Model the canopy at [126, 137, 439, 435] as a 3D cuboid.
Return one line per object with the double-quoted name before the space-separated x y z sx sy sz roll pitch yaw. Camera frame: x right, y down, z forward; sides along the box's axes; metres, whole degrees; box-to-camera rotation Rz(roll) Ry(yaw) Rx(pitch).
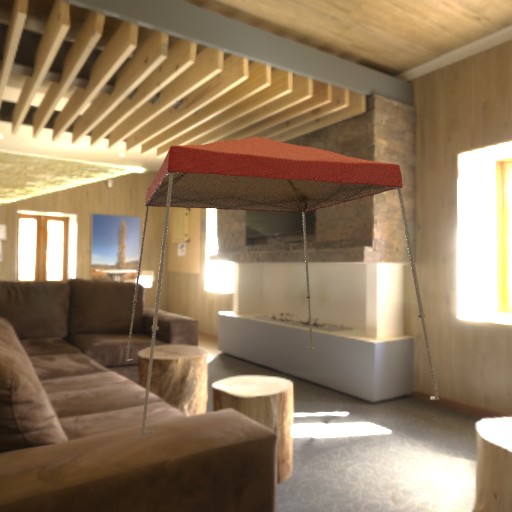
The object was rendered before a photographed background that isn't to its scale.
"canopy" 0.000 0.000 6.665 3.599 3.600 3.600 0 -1 -19
